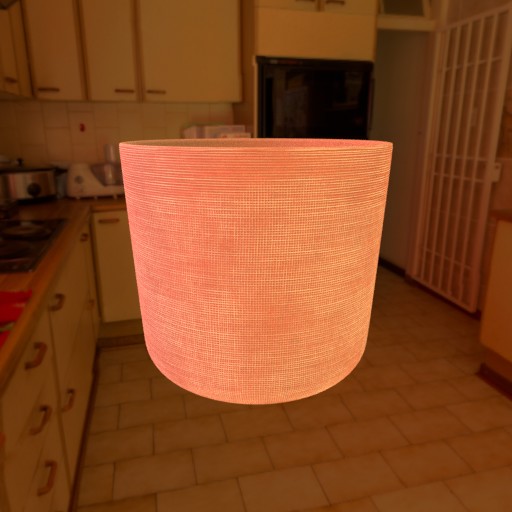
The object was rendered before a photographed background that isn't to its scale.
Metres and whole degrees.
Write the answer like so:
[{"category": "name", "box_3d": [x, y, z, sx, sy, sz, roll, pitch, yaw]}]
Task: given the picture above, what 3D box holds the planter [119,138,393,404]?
[{"category": "planter", "box_3d": [0.000, 0.000, 0.798, 0.440, 0.398, 0.440, 0, 16, 0]}]
